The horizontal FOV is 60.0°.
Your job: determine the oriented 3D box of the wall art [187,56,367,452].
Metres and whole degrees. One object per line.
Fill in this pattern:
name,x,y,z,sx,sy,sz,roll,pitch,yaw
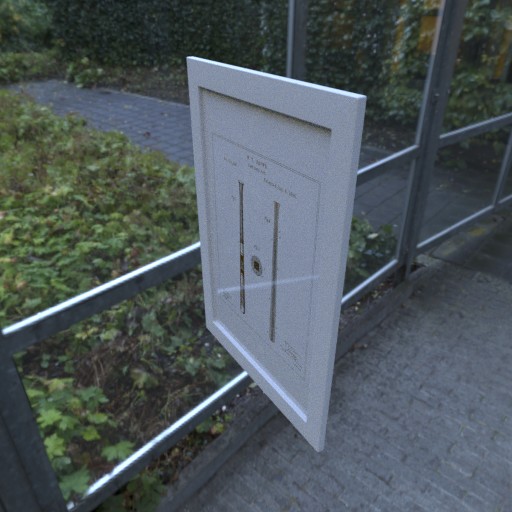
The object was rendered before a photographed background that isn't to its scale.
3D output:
wall art,0.000,0.000,0.622,0.011,0.482,0.329,-19,36,-29
